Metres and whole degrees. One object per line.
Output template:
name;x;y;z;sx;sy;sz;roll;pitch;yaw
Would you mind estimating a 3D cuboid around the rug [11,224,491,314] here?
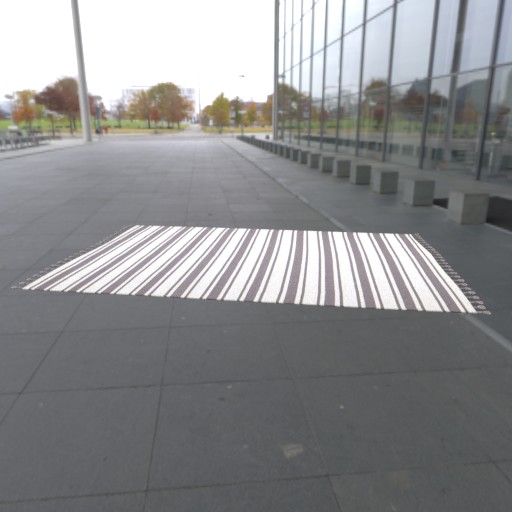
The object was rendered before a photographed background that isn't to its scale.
rug;0.000;0.000;2.925;2.425;0.014;1.563;2;17;8
